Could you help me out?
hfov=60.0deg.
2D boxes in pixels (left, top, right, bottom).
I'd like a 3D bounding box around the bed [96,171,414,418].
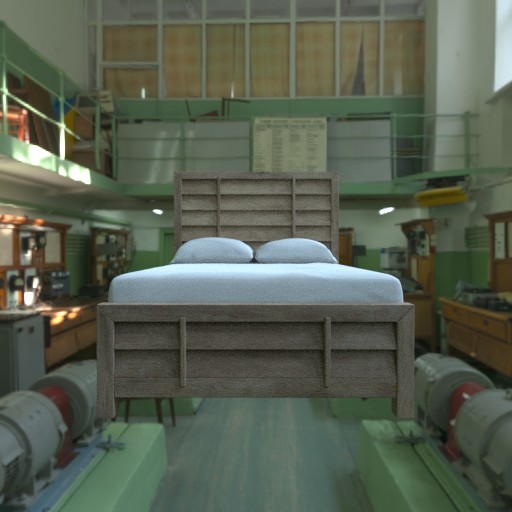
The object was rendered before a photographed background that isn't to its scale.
[{"bbox_3d":[0.000,0.000,3.344,1.626,1.626,2.197,0,1,0],"label":"bed"}]
